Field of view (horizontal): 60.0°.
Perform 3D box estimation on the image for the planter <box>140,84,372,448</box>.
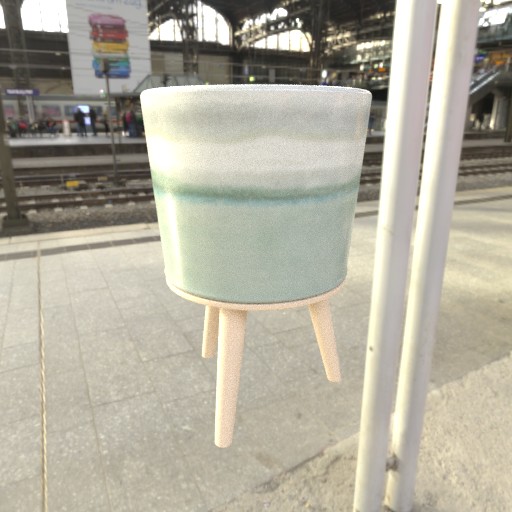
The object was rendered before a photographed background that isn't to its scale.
[{"bbox_3d":[0.000,0.000,0.581,0.265,0.404,0.265,-9,20,-27],"label":"planter"}]
